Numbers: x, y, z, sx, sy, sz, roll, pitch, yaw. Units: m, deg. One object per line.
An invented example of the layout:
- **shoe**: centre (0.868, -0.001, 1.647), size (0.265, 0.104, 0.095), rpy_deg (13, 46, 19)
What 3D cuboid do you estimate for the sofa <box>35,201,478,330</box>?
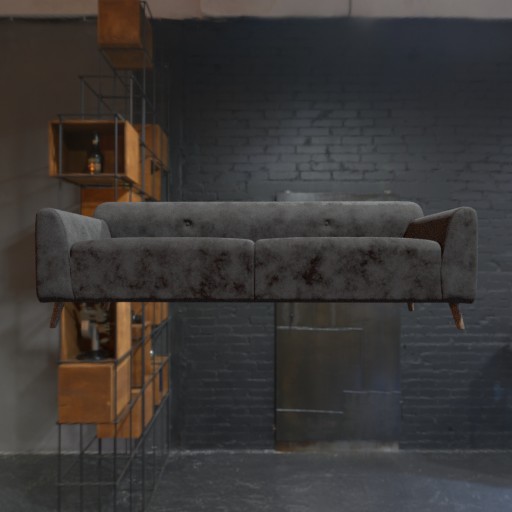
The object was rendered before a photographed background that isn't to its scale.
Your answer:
- **sofa**: centre (0.000, 0.000, 2.618), size (2.190, 0.740, 0.900), rpy_deg (0, 0, 1)
